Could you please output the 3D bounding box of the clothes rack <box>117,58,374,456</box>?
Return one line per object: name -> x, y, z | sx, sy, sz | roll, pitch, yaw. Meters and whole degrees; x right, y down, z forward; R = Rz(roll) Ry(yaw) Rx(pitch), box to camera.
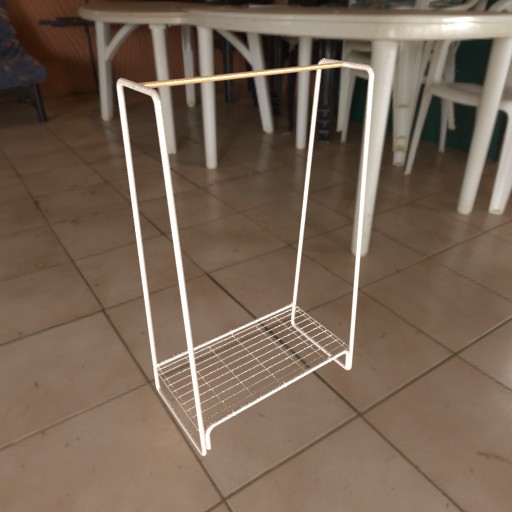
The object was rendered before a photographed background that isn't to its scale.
clothes rack -> 0.000, 0.000, 1.928 | 0.900, 1.500, 0.495 | -20, 36, -30
